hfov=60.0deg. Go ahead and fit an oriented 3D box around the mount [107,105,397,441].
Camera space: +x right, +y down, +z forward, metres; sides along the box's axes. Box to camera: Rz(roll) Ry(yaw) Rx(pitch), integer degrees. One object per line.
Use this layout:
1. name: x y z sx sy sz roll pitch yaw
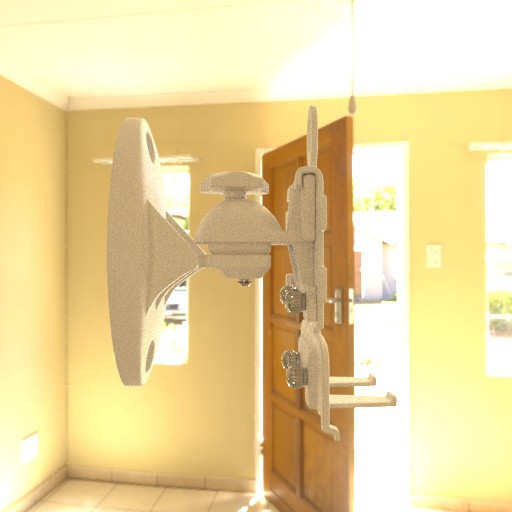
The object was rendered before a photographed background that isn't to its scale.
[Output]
1. mount: 0.000 0.000 0.174 0.100 0.118 0.066 0 -1 0
